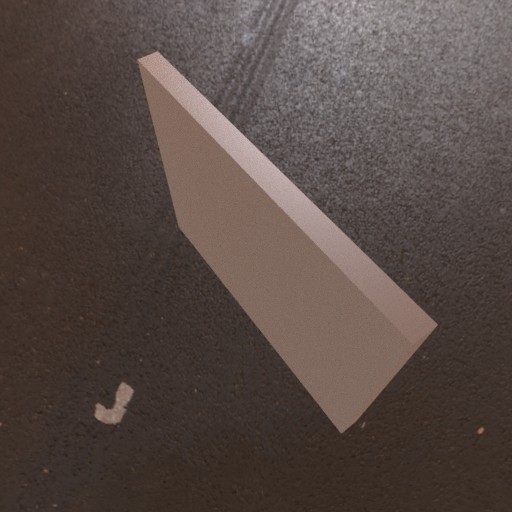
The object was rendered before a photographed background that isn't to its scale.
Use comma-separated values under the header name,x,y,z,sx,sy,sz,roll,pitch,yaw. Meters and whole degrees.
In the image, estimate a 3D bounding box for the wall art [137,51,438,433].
name,x,y,z,sx,sy,sz,roll,pitch,yaw
wall art,0.000,0.000,1.380,0.066,0.801,1.056,-32,63,-18
